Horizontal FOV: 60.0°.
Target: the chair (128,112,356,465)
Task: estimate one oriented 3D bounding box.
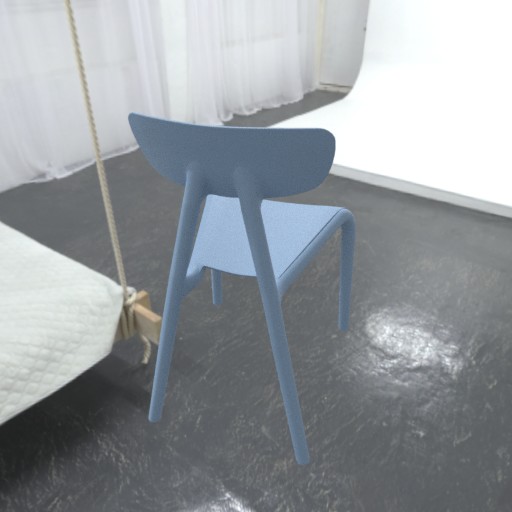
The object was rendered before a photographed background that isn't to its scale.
[{"bbox_3d":[0.000,0.000,0.831,0.356,0.580,0.401,9,33,15],"label":"chair"}]
